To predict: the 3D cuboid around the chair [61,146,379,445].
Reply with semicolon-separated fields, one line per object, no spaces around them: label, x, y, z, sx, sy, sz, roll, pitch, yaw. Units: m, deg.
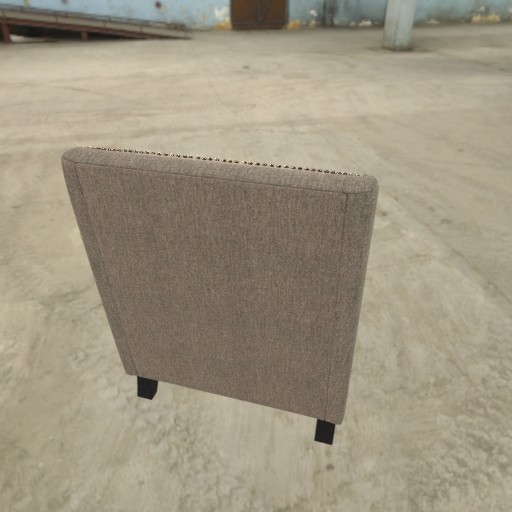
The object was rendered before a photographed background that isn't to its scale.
chair;0.000;0.000;1.588;0.776;0.967;0.884;9;33;14
